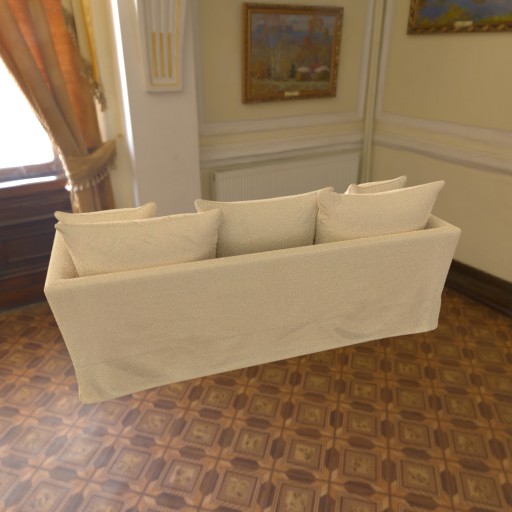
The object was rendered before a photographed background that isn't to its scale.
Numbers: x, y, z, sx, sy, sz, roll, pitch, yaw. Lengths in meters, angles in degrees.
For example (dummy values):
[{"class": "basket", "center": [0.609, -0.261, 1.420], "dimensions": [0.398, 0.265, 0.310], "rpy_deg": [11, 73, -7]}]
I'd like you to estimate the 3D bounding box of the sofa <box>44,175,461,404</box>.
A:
[{"class": "sofa", "center": [0.000, 0.000, 2.999], "dimensions": [2.484, 1.042, 1.030], "rpy_deg": [-8, 26, -16]}]
